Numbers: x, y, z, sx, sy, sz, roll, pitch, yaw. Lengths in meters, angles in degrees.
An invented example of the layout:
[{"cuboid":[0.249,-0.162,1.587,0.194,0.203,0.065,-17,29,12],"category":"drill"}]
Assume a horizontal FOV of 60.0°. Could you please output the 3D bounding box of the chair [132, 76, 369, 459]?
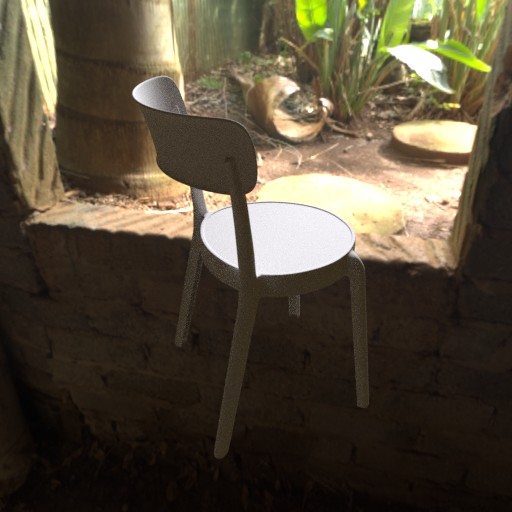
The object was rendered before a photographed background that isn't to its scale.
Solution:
[{"cuboid":[0.000,0.000,1.099,0.491,0.790,0.506,-11,32,-19],"category":"chair"}]
